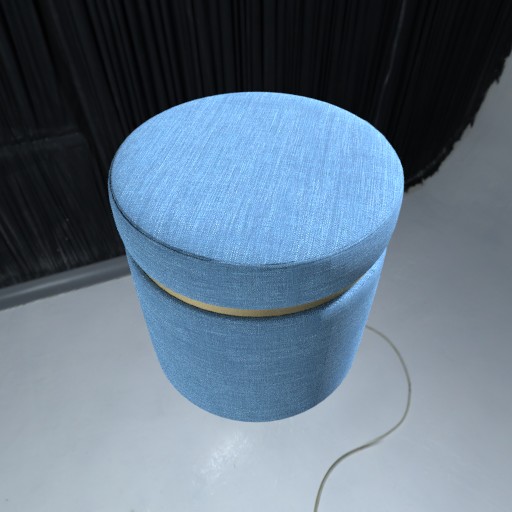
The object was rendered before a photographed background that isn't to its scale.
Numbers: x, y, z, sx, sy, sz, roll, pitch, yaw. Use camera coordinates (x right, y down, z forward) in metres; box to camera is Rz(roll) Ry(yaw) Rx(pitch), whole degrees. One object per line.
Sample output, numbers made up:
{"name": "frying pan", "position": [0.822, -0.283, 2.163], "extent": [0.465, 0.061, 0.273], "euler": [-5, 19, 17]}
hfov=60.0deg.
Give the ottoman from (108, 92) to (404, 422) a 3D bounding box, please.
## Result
{"name": "ottoman", "position": [0.000, 0.000, 0.733], "extent": [0.398, 0.406, 0.398], "euler": [0, 46, 0]}
